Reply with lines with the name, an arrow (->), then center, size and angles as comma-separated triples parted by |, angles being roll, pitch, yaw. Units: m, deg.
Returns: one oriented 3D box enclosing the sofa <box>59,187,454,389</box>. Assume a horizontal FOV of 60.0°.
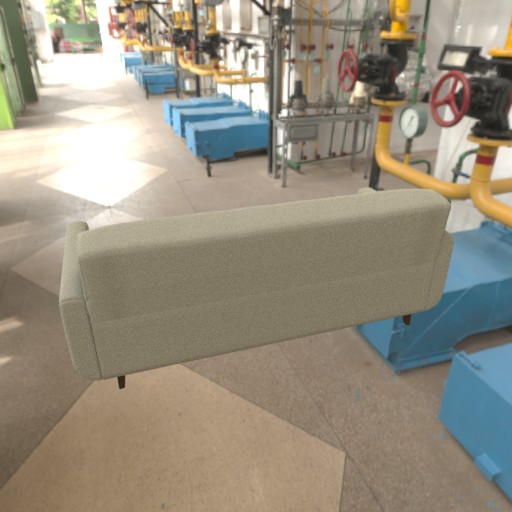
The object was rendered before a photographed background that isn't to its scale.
sofa -> 0.000, 0.000, 2.688 | 2.137, 0.892, 0.980 | -9, 29, -16
